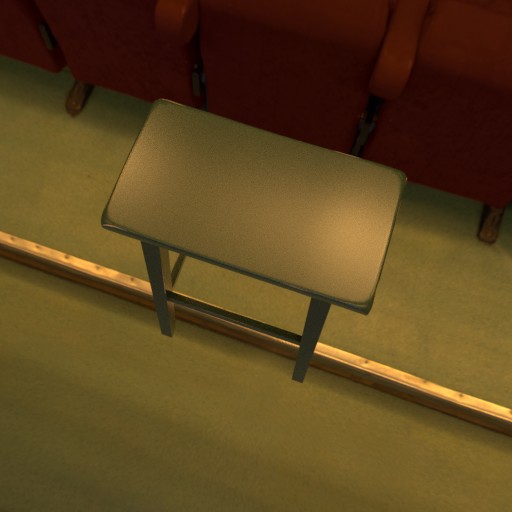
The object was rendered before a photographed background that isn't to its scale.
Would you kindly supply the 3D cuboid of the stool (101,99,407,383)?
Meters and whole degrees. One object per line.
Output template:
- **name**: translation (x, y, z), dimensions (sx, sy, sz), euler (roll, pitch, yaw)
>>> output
- **stool**: translation (0.000, 0.000, 1.061), dimensions (0.457, 0.737, 0.476), euler (18, 76, 5)
